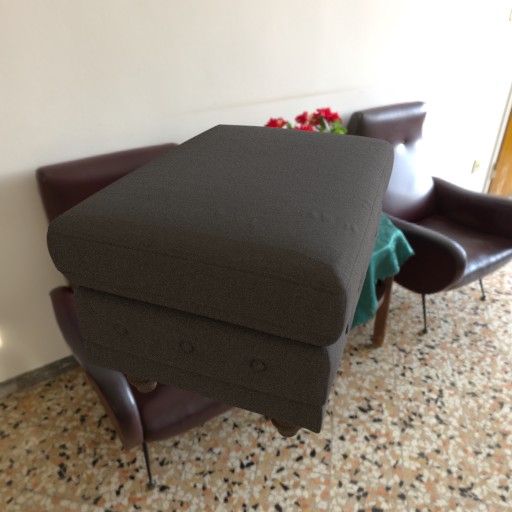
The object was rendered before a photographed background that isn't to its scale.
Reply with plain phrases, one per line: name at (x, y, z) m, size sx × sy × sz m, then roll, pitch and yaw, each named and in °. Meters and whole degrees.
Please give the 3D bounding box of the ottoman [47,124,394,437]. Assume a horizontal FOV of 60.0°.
ottoman at (0.000, 0.000, 1.119) m, size 0.569 × 0.500 × 0.771 m, roll 11°, pitch 32°, yaw 17°
